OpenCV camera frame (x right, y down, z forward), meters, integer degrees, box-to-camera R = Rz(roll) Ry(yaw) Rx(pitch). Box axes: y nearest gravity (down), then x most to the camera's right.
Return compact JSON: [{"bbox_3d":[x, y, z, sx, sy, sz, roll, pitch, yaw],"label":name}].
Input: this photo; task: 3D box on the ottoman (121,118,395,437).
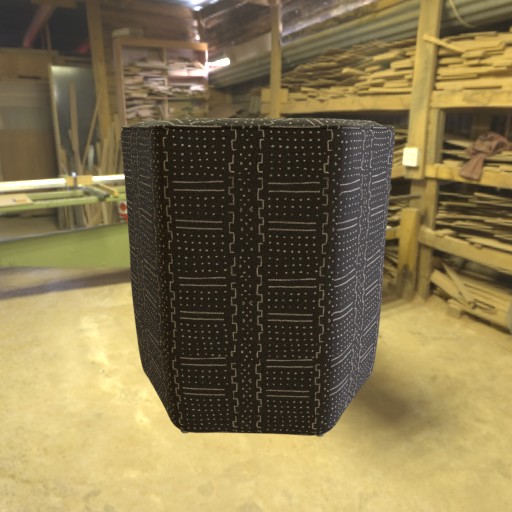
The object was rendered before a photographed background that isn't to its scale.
[{"bbox_3d":[0.000,0.000,0.858,0.443,0.502,0.494,-8,18,-27],"label":"ottoman"}]
